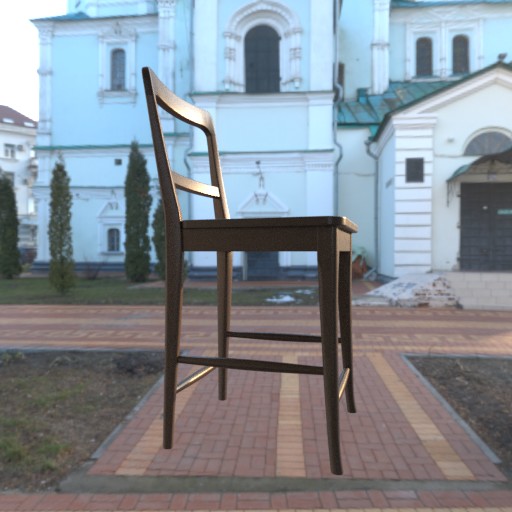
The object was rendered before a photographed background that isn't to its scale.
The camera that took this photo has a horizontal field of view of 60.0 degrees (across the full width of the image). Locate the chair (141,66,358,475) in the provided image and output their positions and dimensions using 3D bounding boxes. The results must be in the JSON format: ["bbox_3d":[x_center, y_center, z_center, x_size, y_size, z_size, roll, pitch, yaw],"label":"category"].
[{"bbox_3d":[0.000,0.000,1.277,0.546,0.991,0.450,0,1,17],"label":"chair"}]
